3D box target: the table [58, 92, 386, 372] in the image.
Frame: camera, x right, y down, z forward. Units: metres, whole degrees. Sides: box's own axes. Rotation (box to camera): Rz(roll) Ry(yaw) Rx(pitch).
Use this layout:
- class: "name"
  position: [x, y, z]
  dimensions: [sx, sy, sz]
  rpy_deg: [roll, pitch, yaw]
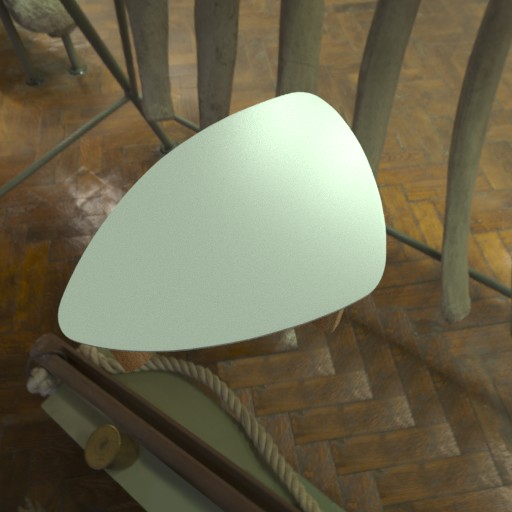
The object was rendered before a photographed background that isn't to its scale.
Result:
- class: "table"
  position: [0.000, 0.000, 1.598]
  dimensions: [0.850, 0.440, 1.250]
  rpy_deg: [32, 63, 19]
